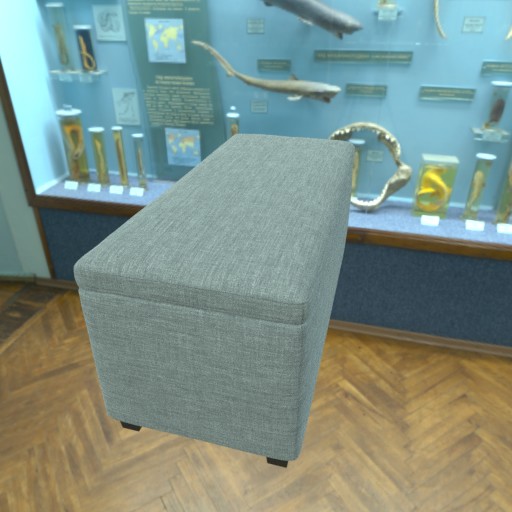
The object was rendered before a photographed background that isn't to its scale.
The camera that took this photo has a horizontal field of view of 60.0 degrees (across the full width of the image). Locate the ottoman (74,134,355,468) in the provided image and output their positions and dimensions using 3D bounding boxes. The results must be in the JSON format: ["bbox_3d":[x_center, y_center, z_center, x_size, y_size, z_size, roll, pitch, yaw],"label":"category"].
[{"bbox_3d":[0.000,0.000,1.146,0.419,0.432,0.902,8,30,13],"label":"ottoman"}]
